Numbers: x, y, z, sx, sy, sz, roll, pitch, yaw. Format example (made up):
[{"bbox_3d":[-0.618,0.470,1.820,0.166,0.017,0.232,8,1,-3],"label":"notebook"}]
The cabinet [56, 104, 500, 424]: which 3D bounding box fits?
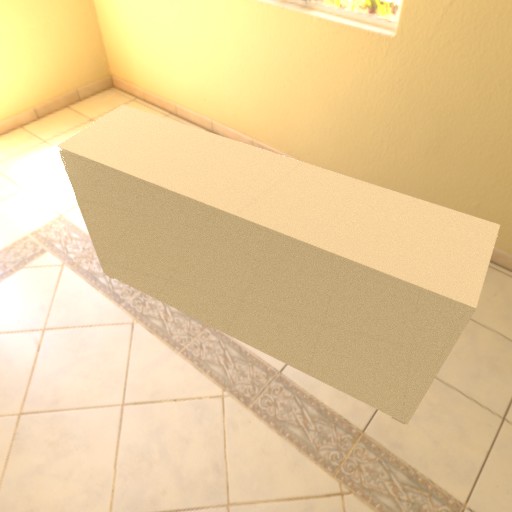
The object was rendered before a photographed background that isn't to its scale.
[{"bbox_3d":[0.000,0.000,1.931,1.650,0.800,0.400,23,50,20],"label":"cabinet"}]
